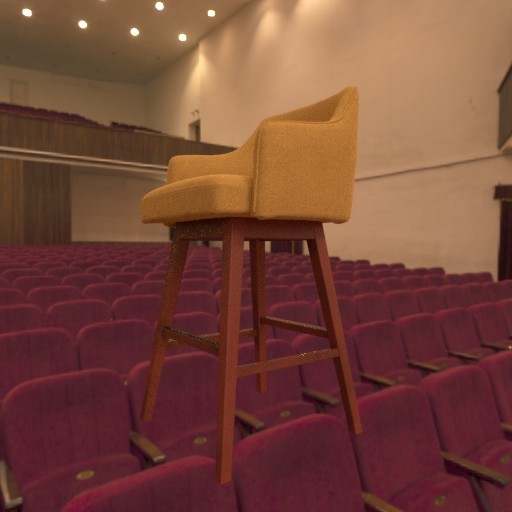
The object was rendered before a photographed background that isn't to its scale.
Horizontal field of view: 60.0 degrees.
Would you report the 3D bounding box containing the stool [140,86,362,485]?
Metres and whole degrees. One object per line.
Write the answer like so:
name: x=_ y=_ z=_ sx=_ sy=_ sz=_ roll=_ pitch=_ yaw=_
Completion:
stool: x=0.000 y=0.000 z=1.331 sx=0.558 sy=1.012 sz=0.548 roll=-1 pitch=1 yaw=-37
